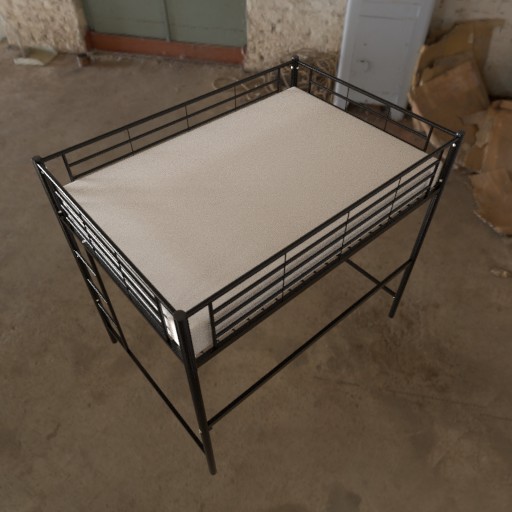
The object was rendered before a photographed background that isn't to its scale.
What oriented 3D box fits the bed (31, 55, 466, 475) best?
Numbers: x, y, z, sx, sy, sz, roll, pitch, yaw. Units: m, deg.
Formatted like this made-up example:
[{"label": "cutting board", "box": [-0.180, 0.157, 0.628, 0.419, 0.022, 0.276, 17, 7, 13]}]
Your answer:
[{"label": "bed", "box": [0.000, 0.000, 3.104, 1.994, 1.803, 1.397, -32, 55, -27]}]
